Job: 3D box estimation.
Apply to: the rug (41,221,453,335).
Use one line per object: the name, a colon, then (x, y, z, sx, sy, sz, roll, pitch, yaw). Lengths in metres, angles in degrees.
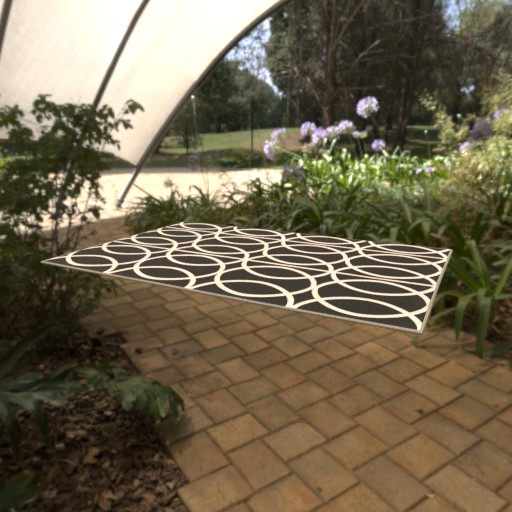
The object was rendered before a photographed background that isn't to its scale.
rug: (0.000, 0.000, 2.933, 2.294, 0.014, 1.528, 8, 17, 26)
